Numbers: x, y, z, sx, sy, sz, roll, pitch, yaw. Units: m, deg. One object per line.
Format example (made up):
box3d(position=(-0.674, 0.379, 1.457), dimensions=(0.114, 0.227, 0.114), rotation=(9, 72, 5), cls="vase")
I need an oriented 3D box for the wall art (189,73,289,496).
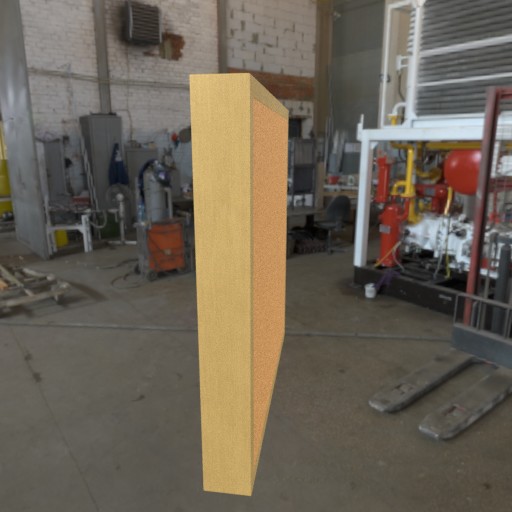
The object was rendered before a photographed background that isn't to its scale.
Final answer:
box3d(position=(0.000, 0.000, 0.453), dimensions=(0.038, 0.305, 0.305), rotation=(2, 14, 8), cls="wall art")
